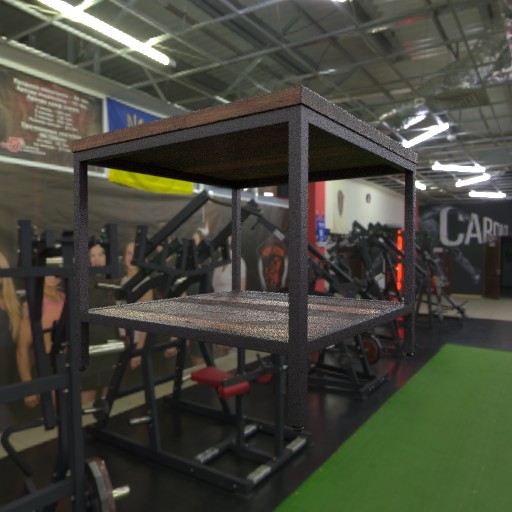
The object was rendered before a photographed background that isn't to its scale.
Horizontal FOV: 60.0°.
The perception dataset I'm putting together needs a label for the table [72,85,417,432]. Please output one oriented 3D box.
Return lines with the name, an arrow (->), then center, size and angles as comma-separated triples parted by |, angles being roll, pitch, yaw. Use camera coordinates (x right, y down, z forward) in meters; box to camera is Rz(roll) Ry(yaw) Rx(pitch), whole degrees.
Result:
table -> 0.000, 0.000, 0.991 | 0.548, 0.482, 0.553 | 1, 2, 36
